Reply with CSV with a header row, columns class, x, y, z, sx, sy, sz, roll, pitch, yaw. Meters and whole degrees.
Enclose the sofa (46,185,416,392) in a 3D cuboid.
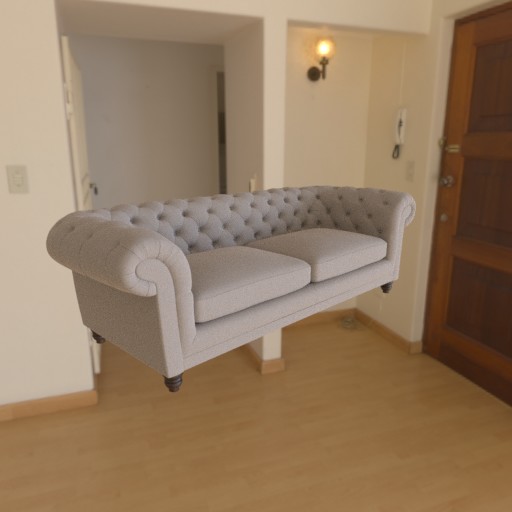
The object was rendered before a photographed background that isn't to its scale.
class,x,y,z,sx,sy,sz,roll,pitch,yaw
sofa,0.000,0.000,2.827,0.991,0.749,2.411,14,20,43
